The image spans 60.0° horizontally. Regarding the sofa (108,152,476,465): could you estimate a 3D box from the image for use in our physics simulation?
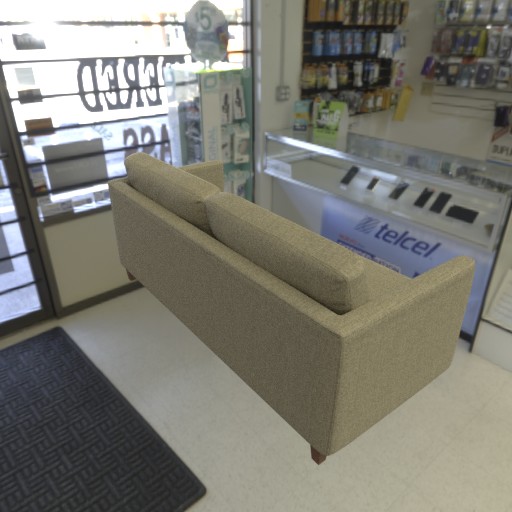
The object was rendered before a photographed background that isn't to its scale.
[{"bbox_3d":[0.000,0.000,2.674,0.956,0.960,2.208,-19,33,-33],"label":"sofa"}]
